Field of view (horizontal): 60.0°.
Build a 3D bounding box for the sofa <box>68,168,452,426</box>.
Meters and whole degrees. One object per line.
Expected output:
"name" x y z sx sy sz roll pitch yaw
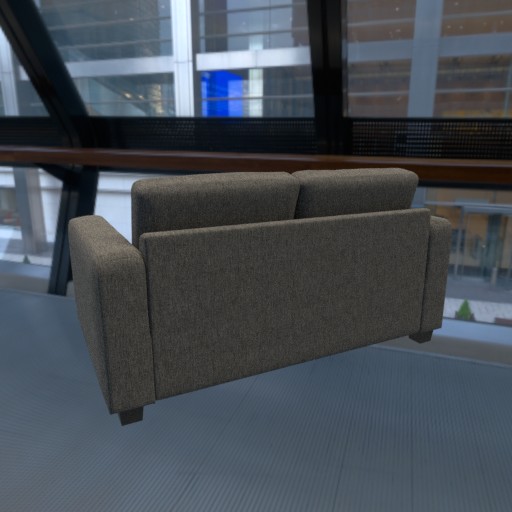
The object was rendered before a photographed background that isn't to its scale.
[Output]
"sofa" 0.000 0.000 2.029 1.520 0.800 0.900 -7 16 -26
